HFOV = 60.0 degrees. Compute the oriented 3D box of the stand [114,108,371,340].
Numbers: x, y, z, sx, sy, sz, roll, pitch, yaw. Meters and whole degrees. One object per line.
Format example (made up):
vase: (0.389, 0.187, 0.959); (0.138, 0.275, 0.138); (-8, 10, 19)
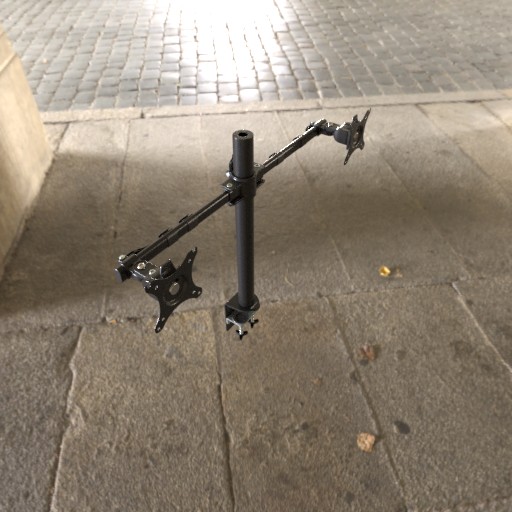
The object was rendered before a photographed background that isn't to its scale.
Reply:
stand: (0.000, 0.000, 1.050); (0.150, 0.603, 0.743); (26, 48, 26)
